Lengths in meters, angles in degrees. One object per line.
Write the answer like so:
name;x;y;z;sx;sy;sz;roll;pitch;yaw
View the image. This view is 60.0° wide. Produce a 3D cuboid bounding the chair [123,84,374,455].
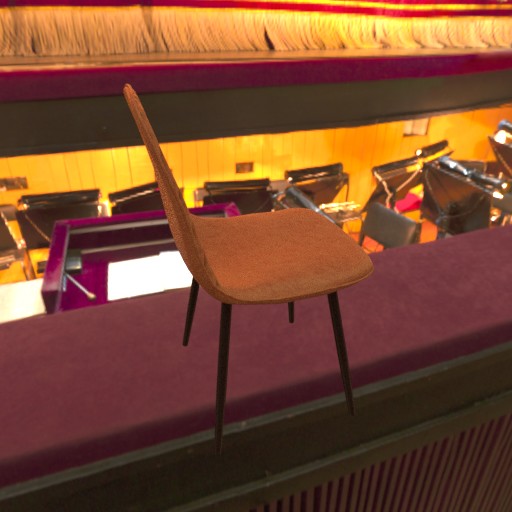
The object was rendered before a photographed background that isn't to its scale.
chair;0.000;0.000;1.193;0.561;0.889;0.472;-9;31;-16
